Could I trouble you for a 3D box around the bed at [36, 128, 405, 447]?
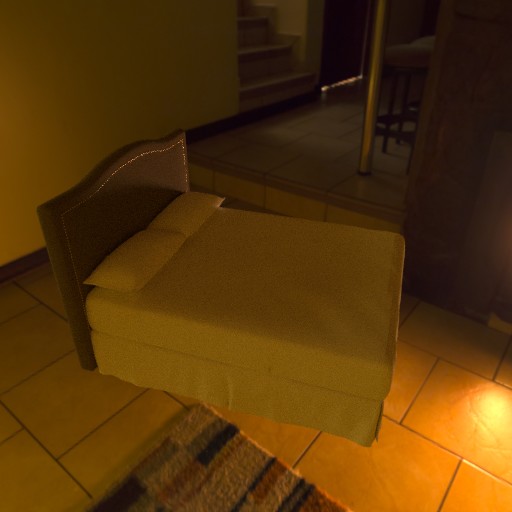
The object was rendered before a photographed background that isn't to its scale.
[{"bbox_3d":[0.000,0.000,3.140,2.036,1.387,1.666,10,33,16],"label":"bed"}]
